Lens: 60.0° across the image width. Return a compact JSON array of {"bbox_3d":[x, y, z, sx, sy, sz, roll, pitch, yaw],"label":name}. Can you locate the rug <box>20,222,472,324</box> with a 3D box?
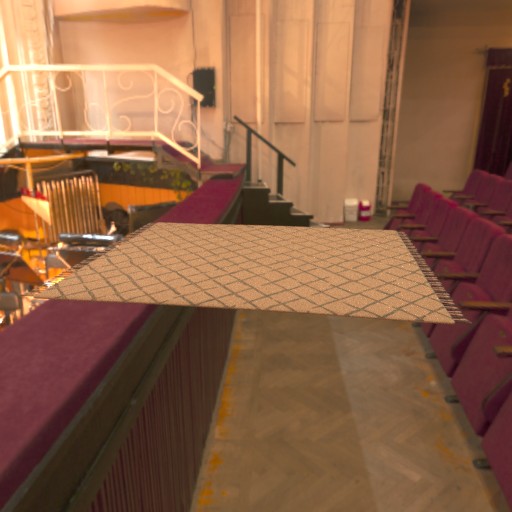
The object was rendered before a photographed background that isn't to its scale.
[{"bbox_3d":[0.000,0.000,4.802,3.585,0.036,2.892,3,17,8],"label":"rug"}]
